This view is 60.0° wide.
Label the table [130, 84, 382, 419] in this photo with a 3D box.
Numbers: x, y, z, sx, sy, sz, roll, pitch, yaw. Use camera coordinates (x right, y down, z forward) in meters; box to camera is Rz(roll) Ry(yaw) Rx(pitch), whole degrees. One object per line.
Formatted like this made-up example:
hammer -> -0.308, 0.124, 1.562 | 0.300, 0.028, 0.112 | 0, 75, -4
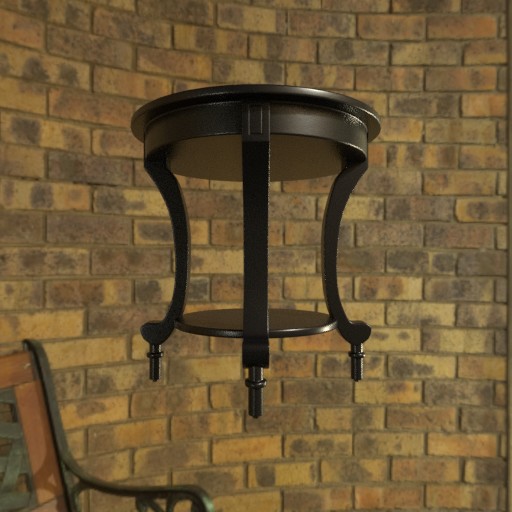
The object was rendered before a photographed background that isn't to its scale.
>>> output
table -> 0.000, 0.000, 1.094 | 0.597, 0.618, 0.597 | 0, 0, 0
